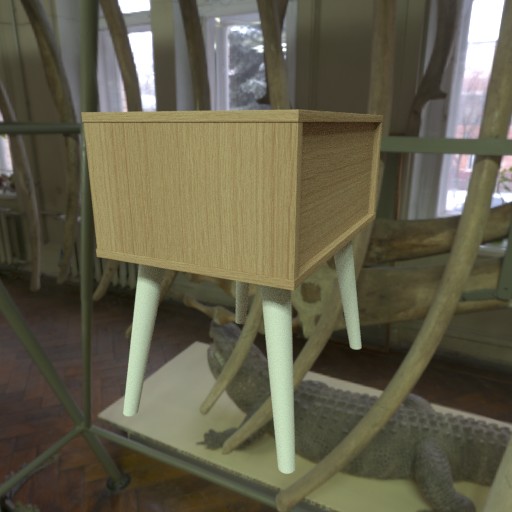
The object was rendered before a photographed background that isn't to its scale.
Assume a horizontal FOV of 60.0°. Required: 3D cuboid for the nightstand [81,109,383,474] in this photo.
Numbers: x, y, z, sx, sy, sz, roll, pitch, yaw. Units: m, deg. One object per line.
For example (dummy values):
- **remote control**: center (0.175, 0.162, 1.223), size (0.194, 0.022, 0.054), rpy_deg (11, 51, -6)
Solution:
- **nightstand**: center (0.000, 0.000, 1.001), size (0.407, 0.610, 0.571), rpy_deg (8, 19, 25)
